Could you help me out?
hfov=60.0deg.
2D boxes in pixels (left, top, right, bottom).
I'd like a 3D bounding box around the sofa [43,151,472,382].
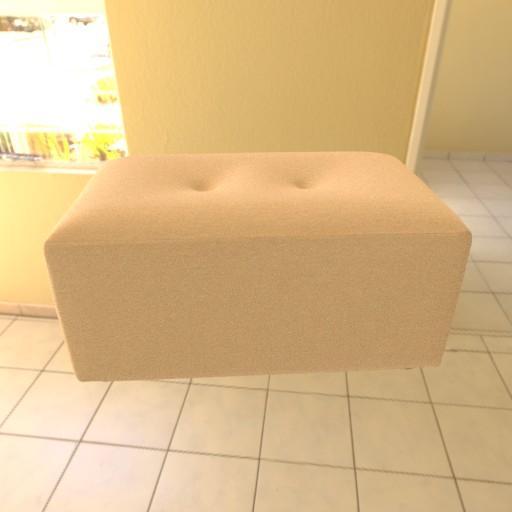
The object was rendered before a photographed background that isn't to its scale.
[{"bbox_3d":[0.000,0.000,1.209,0.930,0.470,0.480,-2,30,-3],"label":"sofa"}]
